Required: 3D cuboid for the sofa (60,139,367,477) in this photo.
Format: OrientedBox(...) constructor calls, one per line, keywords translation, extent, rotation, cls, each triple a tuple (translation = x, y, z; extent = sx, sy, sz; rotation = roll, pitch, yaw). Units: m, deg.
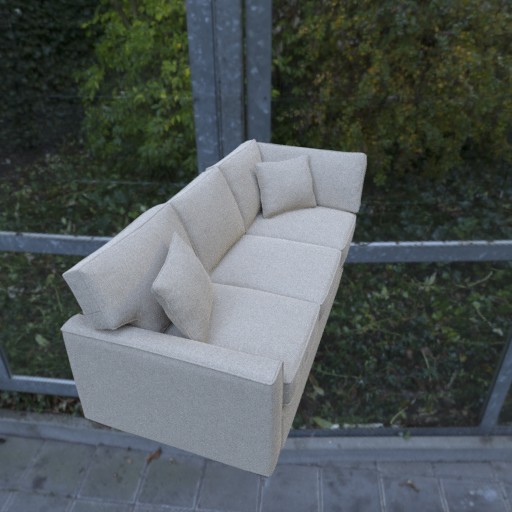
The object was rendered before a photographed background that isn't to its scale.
OrientedBox(translation=(0.000, 0.000, 2.829), extent=(1.061, 0.962, 2.317), rotation=(10, 31, 17), cls="sofa")
